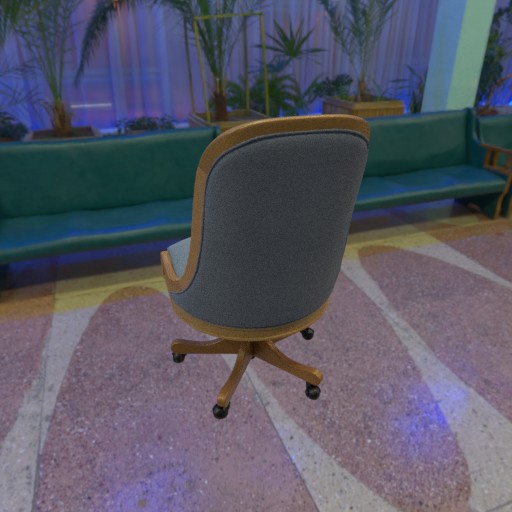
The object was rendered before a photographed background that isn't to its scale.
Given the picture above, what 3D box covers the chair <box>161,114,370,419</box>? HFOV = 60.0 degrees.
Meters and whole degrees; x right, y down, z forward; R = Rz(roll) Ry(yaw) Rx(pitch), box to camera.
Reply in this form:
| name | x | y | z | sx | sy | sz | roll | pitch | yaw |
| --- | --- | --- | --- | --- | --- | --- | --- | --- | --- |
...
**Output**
| name | x | y | z | sx | sy | sz | roll | pitch | yaw |
| --- | --- | --- | --- | --- | --- | --- | --- | --- | --- |
| chair | 0.000 | 0.000 | 1.485 | 0.605 | 1.031 | 0.735 | -9 | 29 | -16 |
